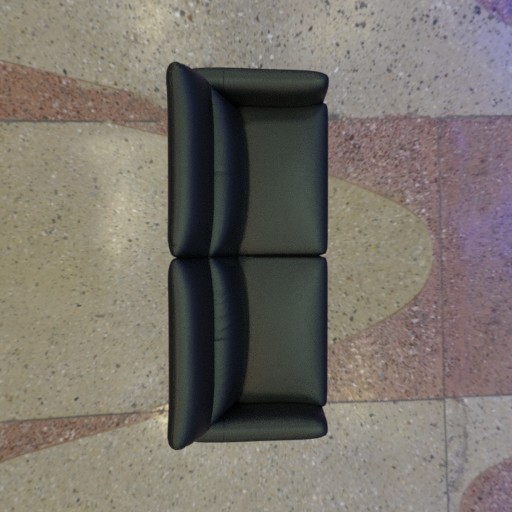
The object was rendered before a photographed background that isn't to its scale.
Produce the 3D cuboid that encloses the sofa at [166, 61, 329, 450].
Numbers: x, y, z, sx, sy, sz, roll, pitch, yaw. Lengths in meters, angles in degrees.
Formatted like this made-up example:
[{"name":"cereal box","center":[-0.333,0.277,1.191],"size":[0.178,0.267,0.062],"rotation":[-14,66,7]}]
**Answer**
[{"name":"sofa","center":[0.000,0.000,2.547],"size":[0.856,0.957,2.069],"rotation":[0,91,0]}]
